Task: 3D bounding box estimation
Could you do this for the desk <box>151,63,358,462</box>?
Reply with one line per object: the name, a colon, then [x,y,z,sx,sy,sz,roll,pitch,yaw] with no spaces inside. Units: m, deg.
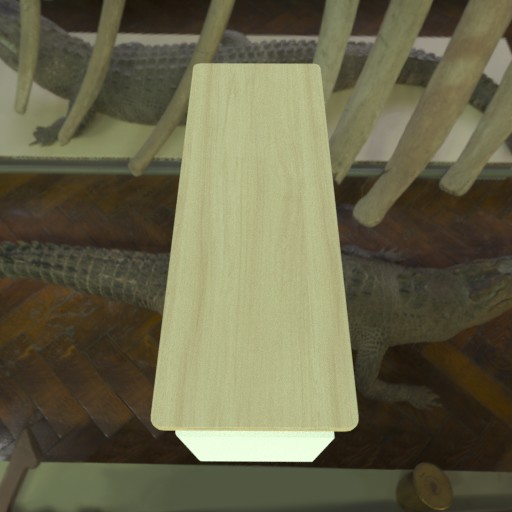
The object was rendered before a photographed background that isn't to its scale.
desk: [0.000,0.000,1.865,0.550,0.755,1.500,0,59,0]
